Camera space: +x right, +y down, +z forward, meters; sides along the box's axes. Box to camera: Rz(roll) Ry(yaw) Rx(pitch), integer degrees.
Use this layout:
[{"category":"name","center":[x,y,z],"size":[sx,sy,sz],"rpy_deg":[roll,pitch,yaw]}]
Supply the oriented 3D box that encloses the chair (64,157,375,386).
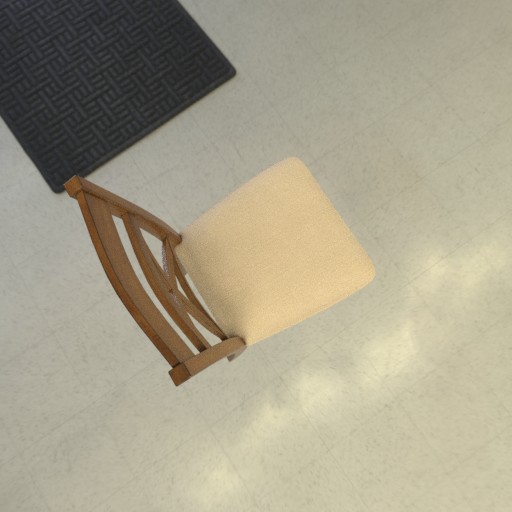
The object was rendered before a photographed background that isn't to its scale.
[{"category":"chair","center":[0.000,0.000,1.238],"size":[0.581,0.949,0.461],"rpy_deg":[-31,79,-7]}]
